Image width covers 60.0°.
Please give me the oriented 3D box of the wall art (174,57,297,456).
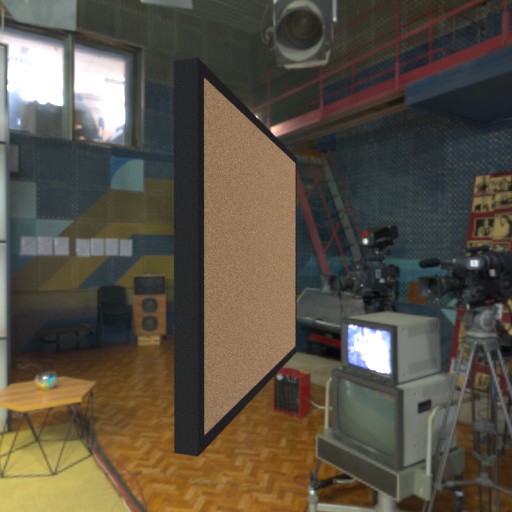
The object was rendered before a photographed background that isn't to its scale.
[{"bbox_3d":[0.000,0.000,0.774,0.030,0.454,0.554,0,0,17],"label":"wall art"}]
